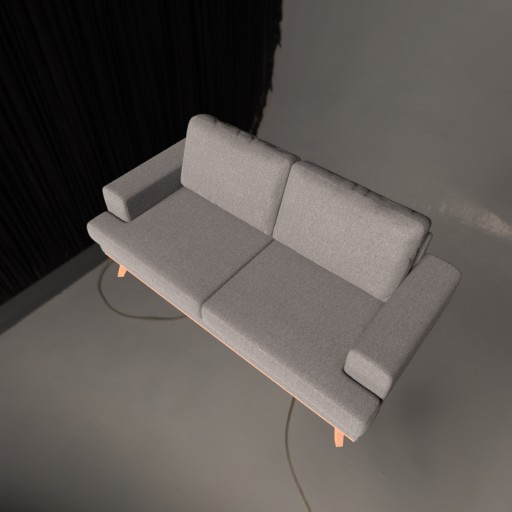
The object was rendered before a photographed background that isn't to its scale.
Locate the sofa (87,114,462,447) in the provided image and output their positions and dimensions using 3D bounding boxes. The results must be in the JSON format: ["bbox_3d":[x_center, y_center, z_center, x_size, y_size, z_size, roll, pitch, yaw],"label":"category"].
[{"bbox_3d":[0.000,0.000,2.108,1.650,0.810,0.785,32,55,25],"label":"sofa"}]
